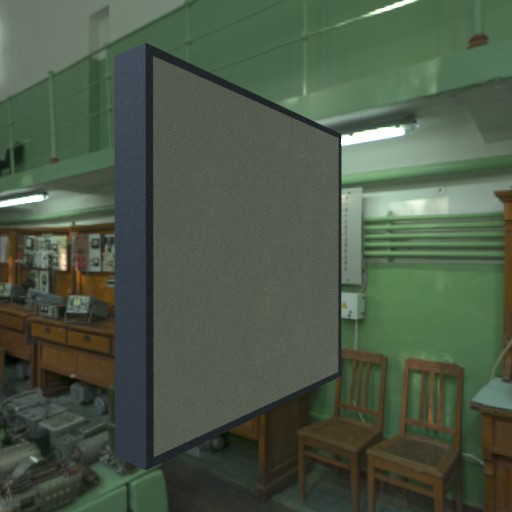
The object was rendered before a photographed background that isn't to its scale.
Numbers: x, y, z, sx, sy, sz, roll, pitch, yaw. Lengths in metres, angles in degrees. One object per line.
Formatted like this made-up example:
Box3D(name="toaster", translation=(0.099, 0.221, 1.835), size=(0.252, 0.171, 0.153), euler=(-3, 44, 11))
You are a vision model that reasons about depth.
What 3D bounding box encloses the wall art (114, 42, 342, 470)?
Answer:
Box3D(name="wall art", translation=(0.000, 0.000, 0.442), size=(0.036, 0.300, 0.302), euler=(0, 1, 37))
